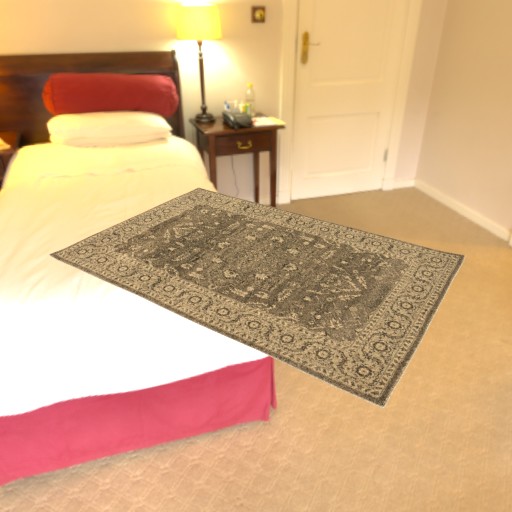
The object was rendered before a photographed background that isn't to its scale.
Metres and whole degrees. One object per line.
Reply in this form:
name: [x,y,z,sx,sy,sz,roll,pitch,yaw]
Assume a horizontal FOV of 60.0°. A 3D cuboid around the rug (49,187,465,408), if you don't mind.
rug: [0.000,0.000,2.321,1.828,0.019,1.209,18,34,29]
